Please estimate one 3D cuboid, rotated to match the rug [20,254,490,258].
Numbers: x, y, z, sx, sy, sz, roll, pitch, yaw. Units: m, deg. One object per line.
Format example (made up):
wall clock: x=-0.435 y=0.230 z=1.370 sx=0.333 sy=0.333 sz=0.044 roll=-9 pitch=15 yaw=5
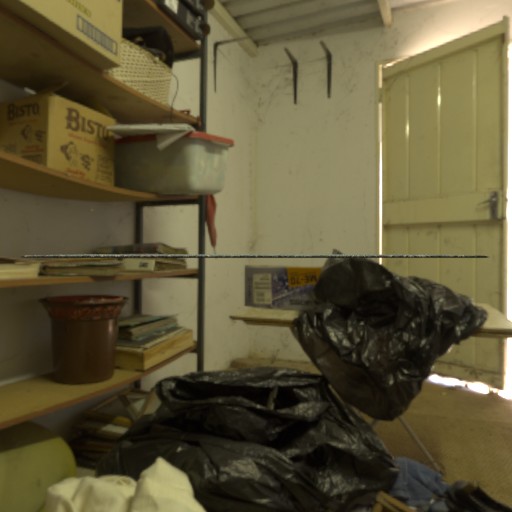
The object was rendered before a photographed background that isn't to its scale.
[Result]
rug: x=0.000 y=0.000 z=2.516 sx=2.306 sy=0.013 sz=0.719 roll=0 pitch=1 yaw=-1
